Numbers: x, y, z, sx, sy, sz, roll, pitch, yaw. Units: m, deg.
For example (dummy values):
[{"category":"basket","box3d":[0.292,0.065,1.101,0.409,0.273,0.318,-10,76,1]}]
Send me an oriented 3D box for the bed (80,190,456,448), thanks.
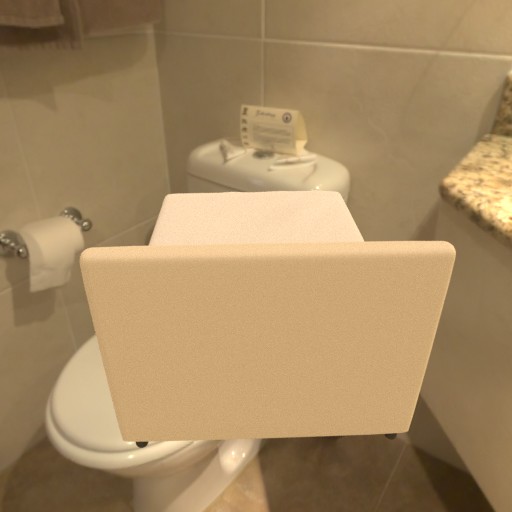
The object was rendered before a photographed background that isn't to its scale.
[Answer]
[{"category":"bed","box3d":[0.000,0.000,3.135,1.714,1.330,2.147,-1,31,-2]}]
